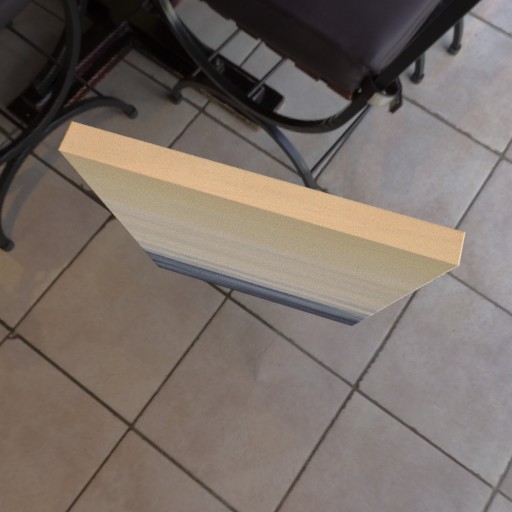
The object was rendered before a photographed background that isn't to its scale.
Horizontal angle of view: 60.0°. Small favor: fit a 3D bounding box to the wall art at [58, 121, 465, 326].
[{"bbox_3d":[0.000,0.000,0.710,0.435,0.511,0.037,17,75,5],"label":"wall art"}]
